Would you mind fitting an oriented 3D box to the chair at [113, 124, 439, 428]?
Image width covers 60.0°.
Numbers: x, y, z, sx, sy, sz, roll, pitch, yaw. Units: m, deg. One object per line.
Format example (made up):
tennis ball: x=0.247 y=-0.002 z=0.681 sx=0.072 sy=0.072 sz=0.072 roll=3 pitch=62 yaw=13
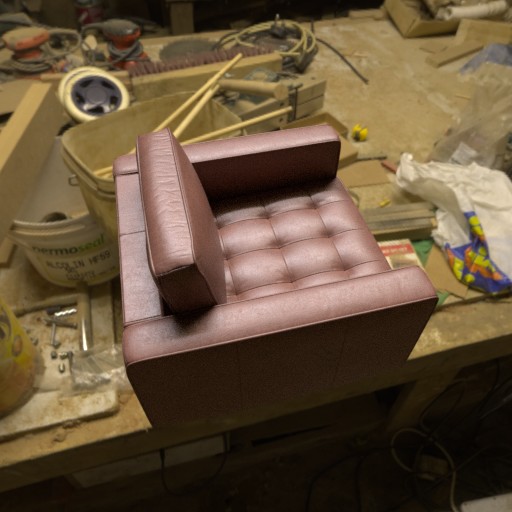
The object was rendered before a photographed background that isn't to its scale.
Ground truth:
chair: x=0.000 y=0.000 z=1.576 sx=0.900 sy=0.770 sz=0.920 roll=-11 pitch=50 yaw=-9
